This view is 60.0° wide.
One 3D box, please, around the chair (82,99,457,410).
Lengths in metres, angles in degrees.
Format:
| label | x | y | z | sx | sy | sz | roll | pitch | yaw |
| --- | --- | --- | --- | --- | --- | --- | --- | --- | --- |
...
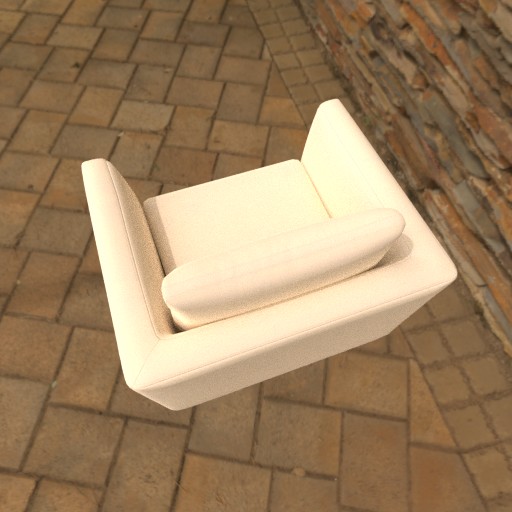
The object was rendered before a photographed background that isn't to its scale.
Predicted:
| label | x | y | z | sx | sy | sz | roll | pitch | yaw |
| --- | --- | --- | --- | --- | --- | --- | --- | --- | --- |
| chair | 0.000 | 0.000 | 1.683 | 1.041 | 0.865 | 0.889 | -17 | 60 | -10 |
